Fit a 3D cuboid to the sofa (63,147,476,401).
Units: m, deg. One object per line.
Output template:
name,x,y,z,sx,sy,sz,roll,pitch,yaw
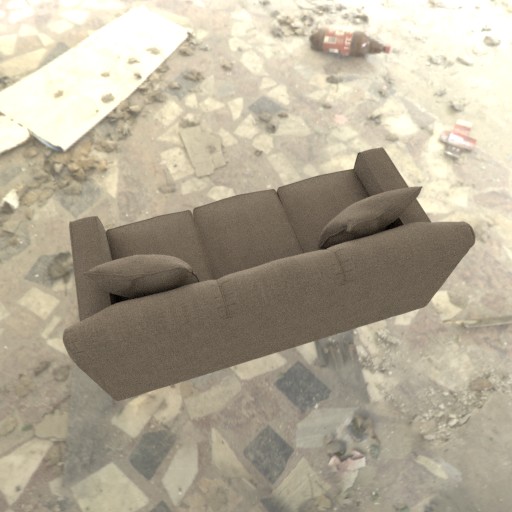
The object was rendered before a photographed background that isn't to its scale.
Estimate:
sofa,0.000,0.000,2.632,2.024,0.958,0.997,-15,60,-9
